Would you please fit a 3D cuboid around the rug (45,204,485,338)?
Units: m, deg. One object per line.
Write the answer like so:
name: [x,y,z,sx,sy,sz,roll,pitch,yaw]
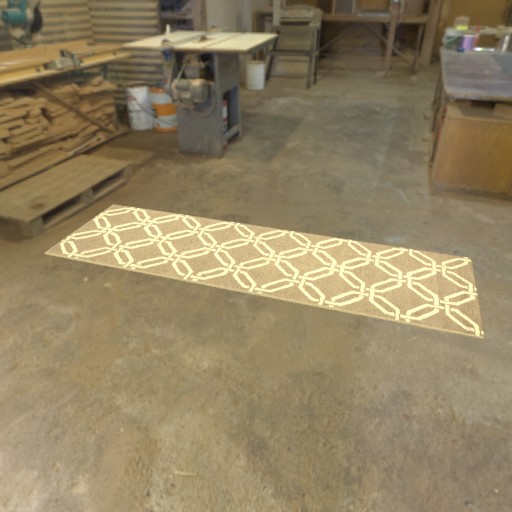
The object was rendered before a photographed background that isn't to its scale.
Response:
rug: [0.000,0.000,2.463,2.276,0.014,0.678,10,33,15]
